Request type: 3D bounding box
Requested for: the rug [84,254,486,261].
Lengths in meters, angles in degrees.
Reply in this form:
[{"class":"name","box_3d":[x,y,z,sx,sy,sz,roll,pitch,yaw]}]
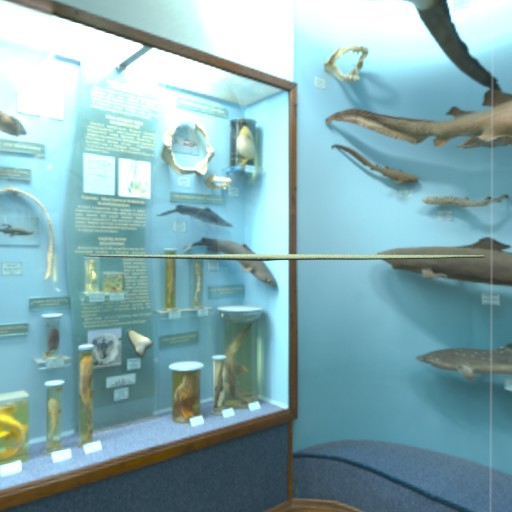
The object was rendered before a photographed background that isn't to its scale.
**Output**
[{"class":"rug","box_3d":[0.000,0.000,2.973,1.606,0.017,2.270,0,1,-37]}]
